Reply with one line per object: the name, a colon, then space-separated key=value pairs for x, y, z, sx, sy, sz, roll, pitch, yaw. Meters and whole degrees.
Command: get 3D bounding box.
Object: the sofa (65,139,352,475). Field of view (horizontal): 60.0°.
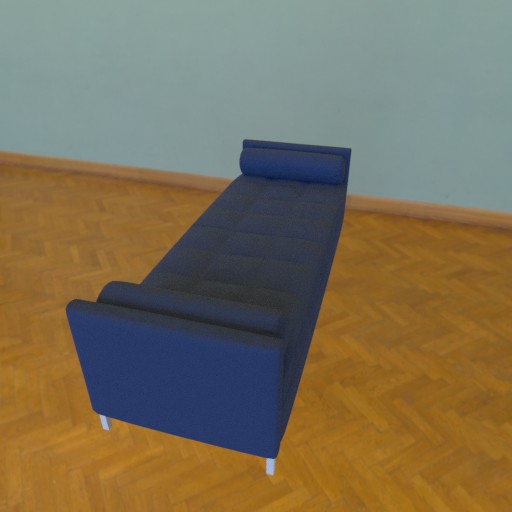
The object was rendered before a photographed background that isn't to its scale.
sofa: x=0.000 y=0.000 z=2.445 sx=0.797 sy=0.657 sz=2.102 roll=9 pitch=32 yaw=14
